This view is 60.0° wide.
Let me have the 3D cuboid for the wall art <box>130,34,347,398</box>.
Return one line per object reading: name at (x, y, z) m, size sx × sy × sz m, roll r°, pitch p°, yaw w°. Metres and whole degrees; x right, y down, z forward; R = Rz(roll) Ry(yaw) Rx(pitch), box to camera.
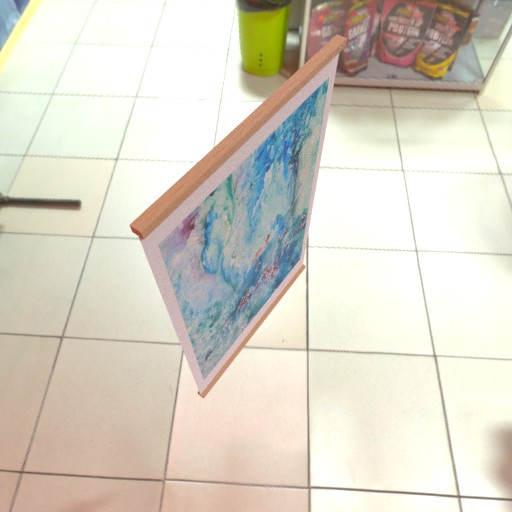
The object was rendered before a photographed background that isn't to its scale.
wall art at (0.000, 0.000, 1.923) m, size 0.040 × 1.510 × 0.991 m, roll 32°, pitch 63°, yaw 18°
